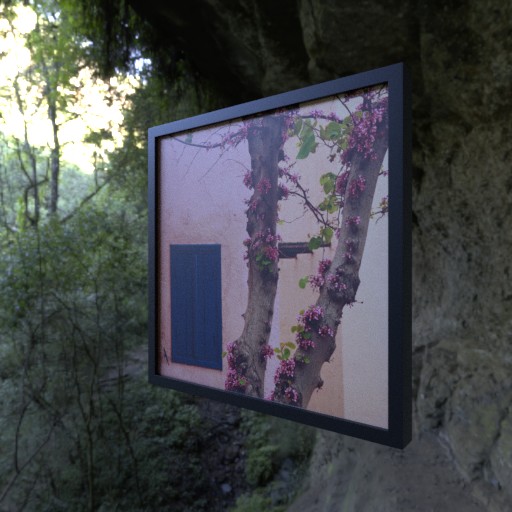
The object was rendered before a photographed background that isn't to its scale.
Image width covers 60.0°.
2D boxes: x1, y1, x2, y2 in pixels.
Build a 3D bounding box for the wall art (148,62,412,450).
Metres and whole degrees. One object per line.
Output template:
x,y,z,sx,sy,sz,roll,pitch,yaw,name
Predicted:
0.000,0.000,0.747,0.508,0.508,0.038,0,0,37,wall art
